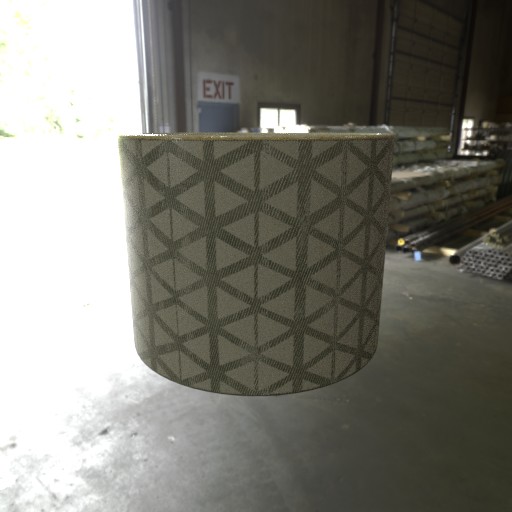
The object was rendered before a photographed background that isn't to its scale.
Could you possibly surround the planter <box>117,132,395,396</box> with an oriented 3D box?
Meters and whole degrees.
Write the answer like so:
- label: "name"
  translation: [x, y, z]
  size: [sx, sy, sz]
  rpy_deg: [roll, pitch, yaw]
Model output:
- label: "planter"
  translation: [0.000, 0.000, 0.341]
  size: [0.190, 0.181, 0.190]
  rpy_deg: [0, 16, 0]
